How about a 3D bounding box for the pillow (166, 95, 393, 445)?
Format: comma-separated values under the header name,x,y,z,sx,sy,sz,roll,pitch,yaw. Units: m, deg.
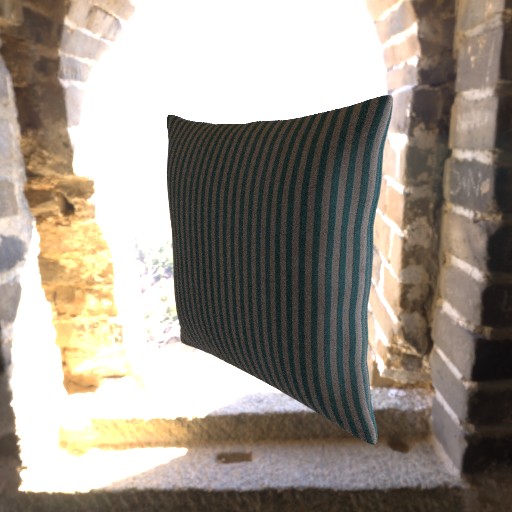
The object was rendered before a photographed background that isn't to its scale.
name,x,y,z,sx,sy,sz,roll,pitch,yaw
pillow,0.000,0.000,0.794,0.166,0.510,0.523,-13,19,-42
